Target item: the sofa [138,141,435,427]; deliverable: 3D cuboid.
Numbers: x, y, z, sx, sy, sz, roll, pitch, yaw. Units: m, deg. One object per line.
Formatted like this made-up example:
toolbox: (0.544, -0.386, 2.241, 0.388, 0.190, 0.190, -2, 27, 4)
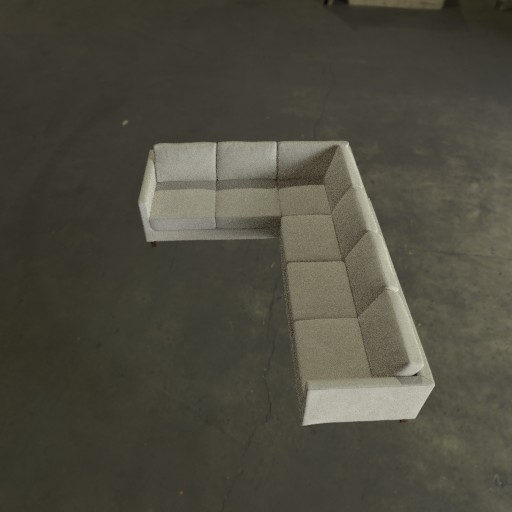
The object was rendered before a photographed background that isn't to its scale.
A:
sofa: (0.000, 0.000, 4.392, 2.432, 0.863, 3.182, -2, 46, -2)
